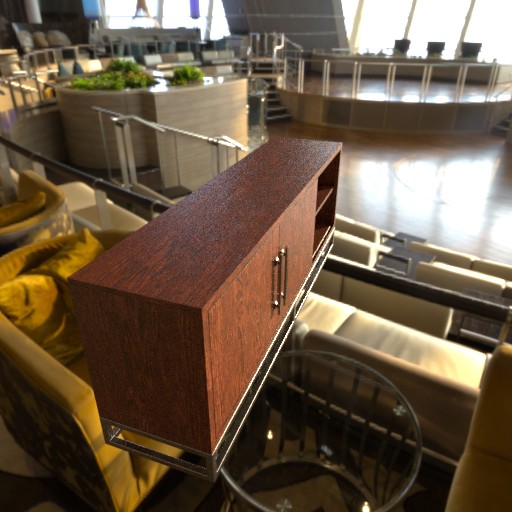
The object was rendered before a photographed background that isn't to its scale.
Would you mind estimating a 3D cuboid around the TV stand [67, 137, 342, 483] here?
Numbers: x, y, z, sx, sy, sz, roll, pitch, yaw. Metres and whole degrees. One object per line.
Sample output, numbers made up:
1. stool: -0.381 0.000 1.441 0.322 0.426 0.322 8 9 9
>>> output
1. TV stand: 0.000 0.000 1.766 0.382 0.578 1.541 10 30 18
